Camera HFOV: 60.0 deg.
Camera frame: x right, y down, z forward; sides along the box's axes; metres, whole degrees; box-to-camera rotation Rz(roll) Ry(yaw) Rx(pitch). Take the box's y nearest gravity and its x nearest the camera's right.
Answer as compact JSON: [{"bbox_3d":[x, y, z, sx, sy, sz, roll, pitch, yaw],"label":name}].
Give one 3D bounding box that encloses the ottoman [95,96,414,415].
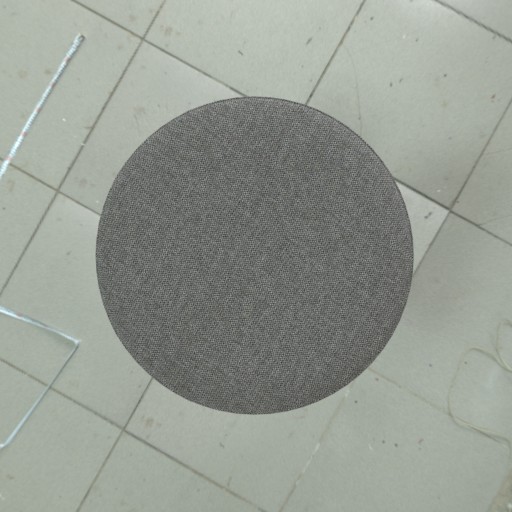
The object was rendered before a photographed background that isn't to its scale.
[{"bbox_3d":[0.000,0.000,0.900,0.520,0.430,0.520,0,90,1],"label":"ottoman"}]
